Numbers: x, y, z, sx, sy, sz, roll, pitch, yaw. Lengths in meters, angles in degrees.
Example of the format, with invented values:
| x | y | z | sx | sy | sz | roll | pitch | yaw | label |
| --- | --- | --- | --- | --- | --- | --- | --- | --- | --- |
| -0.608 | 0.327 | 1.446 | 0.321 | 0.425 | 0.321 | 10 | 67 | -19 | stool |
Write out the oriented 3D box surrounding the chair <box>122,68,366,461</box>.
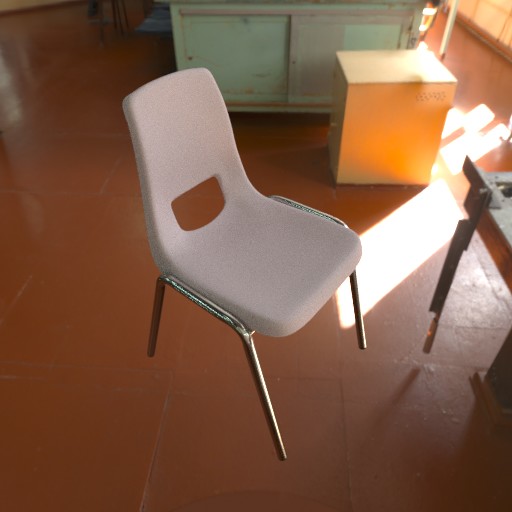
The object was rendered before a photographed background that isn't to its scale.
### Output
| x | y | z | sx | sy | sz | roll | pitch | yaw | label |
| --- | --- | --- | --- | --- | --- | --- | --- | --- | --- |
| 0.000 | 0.000 | 0.925 | 0.436 | 0.653 | 0.381 | 26 | 47 | 28 | chair |
